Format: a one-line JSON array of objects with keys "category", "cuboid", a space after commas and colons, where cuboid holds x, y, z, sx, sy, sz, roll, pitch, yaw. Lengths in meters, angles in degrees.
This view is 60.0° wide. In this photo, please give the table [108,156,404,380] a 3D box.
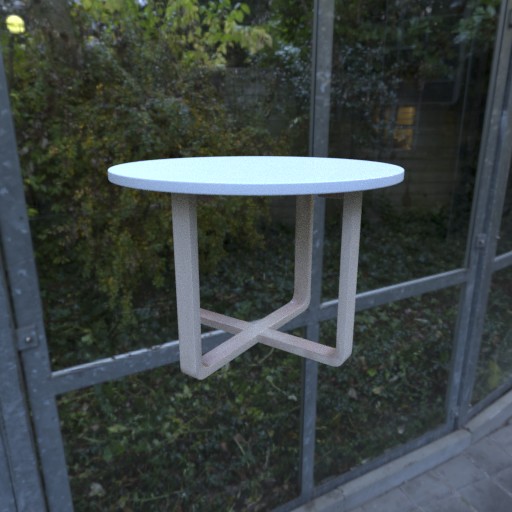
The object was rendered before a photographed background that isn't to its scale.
[{"category": "table", "cuboid": [0.000, 0.000, 0.997, 0.600, 0.400, 0.600, 0, 16, 0]}]
